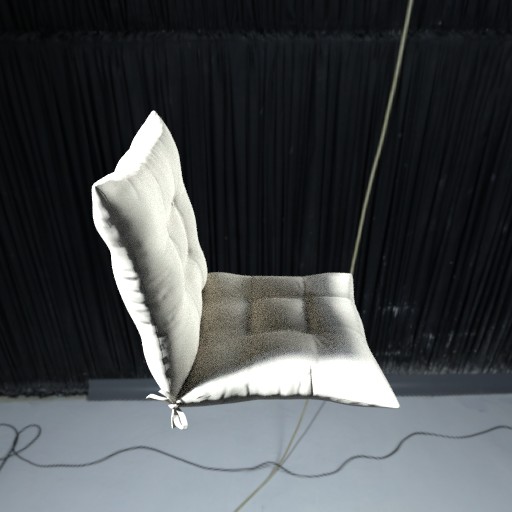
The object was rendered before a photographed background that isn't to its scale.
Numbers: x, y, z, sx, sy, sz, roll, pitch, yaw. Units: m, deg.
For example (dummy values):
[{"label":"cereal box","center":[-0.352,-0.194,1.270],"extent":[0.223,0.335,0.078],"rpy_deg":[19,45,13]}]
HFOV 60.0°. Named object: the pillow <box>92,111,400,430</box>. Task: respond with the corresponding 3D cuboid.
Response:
[{"label":"pillow","center":[0.000,0.000,1.003],"extent":[0.585,0.536,0.541],"rpy_deg":[0,30,-1]}]
